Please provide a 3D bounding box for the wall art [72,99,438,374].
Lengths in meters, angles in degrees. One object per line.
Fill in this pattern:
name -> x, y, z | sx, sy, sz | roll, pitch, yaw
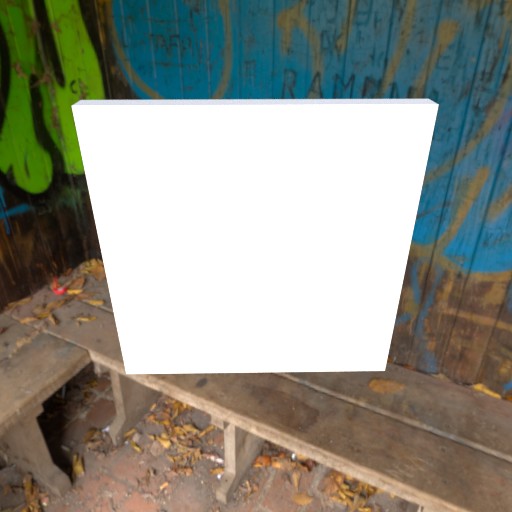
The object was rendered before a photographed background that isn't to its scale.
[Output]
wall art -> 0.000, 0.000, 0.530 | 0.355, 0.355, 0.027 | -1, 31, -1
